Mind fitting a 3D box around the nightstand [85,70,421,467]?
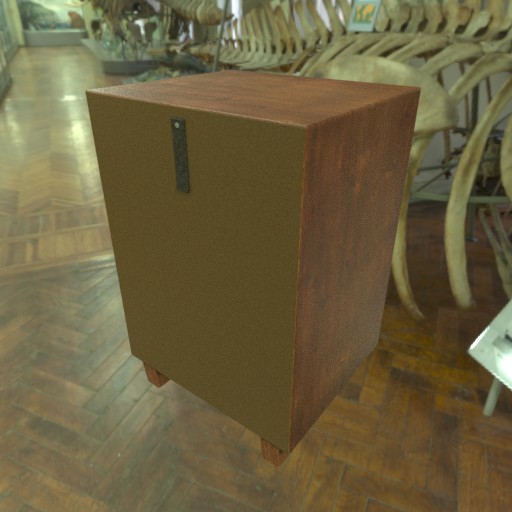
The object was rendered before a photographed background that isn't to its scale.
[{"bbox_3d":[0.000,0.000,0.975,0.465,0.695,0.410,20,35,32],"label":"nightstand"}]
